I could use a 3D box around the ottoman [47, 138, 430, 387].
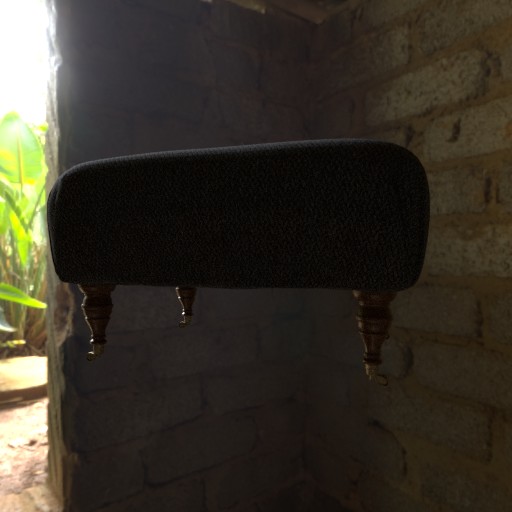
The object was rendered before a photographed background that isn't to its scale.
[{"bbox_3d":[0.000,0.000,1.058,0.747,0.450,0.622,0,1,17],"label":"ottoman"}]
